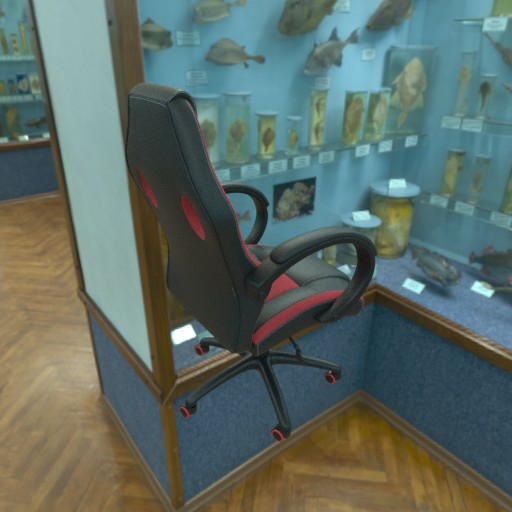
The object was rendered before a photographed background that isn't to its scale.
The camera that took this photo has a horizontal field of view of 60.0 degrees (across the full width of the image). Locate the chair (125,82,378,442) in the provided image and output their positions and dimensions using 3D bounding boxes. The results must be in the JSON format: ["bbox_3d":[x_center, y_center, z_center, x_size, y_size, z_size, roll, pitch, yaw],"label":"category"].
[{"bbox_3d":[0.000,0.000,1.596,0.724,1.187,0.673,-17,31,-31],"label":"chair"}]
